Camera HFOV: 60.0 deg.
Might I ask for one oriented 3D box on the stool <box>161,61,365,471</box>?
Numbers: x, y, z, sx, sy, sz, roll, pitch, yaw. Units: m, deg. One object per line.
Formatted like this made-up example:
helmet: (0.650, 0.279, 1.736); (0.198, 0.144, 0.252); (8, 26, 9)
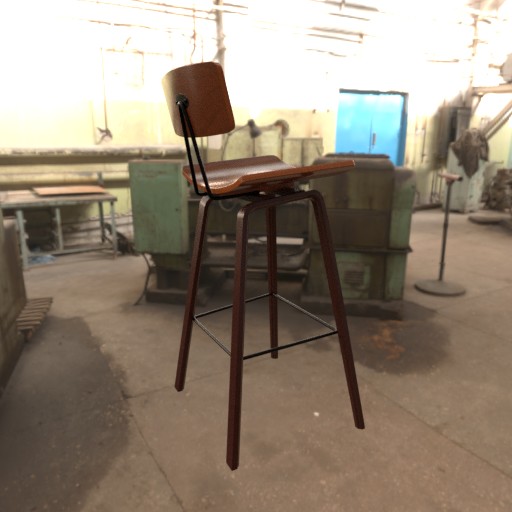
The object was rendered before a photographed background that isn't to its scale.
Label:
stool: (0.000, 0.000, 1.268); (0.440, 0.969, 0.509); (-8, 17, -28)
